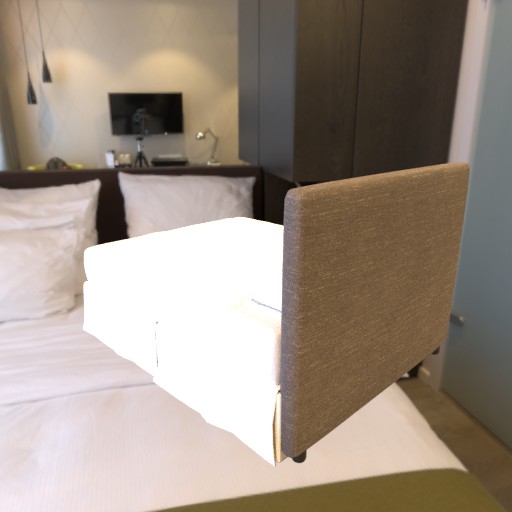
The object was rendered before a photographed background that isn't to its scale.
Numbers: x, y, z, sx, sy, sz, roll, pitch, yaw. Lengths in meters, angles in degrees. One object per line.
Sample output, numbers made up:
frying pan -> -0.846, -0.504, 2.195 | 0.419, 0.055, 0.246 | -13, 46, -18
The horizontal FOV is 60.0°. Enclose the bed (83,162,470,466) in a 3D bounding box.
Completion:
bed -> 0.000, 0.000, 3.102 | 1.723, 1.330, 2.142 | -16, 23, -42
